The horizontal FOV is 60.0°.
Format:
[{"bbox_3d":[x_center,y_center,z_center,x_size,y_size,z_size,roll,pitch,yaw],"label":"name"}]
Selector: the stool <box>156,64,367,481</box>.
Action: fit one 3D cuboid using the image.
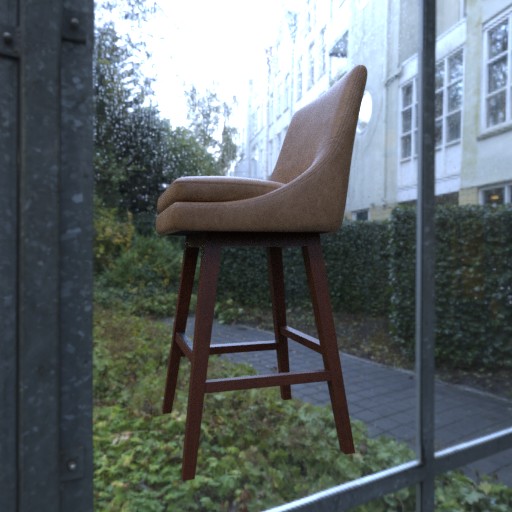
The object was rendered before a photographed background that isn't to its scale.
[{"bbox_3d":[0.000,0.000,1.375,0.572,1.079,0.487,0,1,-18],"label":"stool"}]
